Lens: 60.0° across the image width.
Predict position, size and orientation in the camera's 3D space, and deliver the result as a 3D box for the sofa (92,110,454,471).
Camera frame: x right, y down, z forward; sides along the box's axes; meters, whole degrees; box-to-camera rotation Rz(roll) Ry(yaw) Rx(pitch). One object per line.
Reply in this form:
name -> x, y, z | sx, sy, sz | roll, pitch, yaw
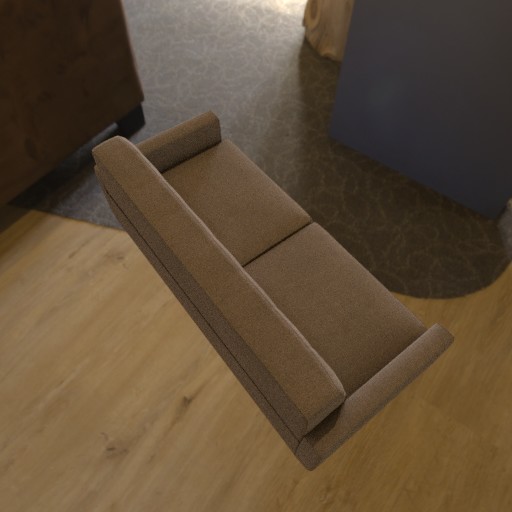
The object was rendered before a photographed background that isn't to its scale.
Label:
sofa -> 0.000, 0.000, 2.491 | 0.909, 0.841, 2.029 | -33, 63, -19
